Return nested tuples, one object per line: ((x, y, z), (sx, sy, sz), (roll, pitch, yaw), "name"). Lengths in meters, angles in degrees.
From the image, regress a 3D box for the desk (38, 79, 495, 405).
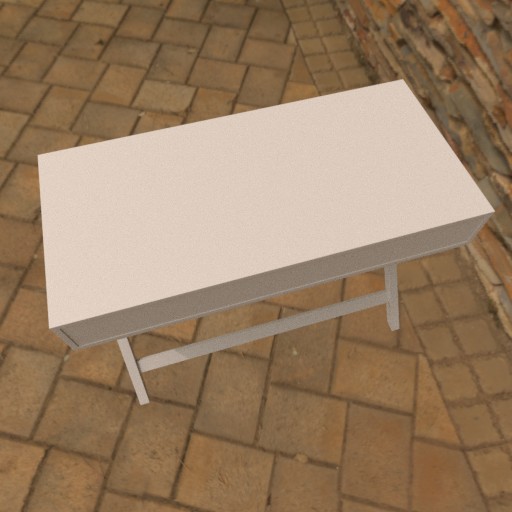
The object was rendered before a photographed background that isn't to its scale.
((0.000, 0.000, 1.465), (1.057, 0.780, 0.525), (-14, 61, -8), "desk")
